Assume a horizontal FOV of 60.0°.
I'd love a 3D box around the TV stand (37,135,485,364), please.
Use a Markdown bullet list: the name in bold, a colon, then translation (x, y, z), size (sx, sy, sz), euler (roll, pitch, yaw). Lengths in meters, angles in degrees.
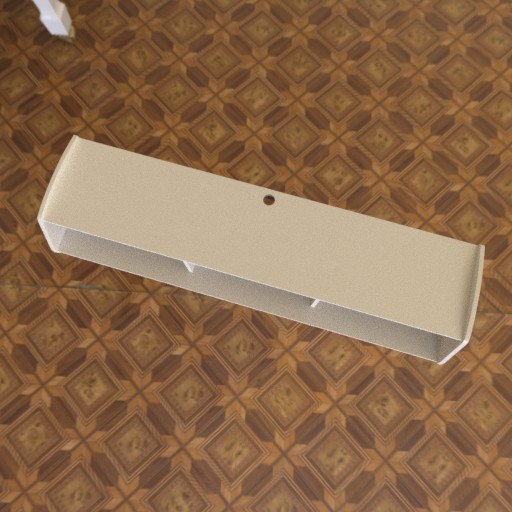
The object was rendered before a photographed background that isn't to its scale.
- **TV stand**: translation (0.000, 0.000, 1.667), size (1.473, 0.424, 0.397), euler (16, 75, 4)
